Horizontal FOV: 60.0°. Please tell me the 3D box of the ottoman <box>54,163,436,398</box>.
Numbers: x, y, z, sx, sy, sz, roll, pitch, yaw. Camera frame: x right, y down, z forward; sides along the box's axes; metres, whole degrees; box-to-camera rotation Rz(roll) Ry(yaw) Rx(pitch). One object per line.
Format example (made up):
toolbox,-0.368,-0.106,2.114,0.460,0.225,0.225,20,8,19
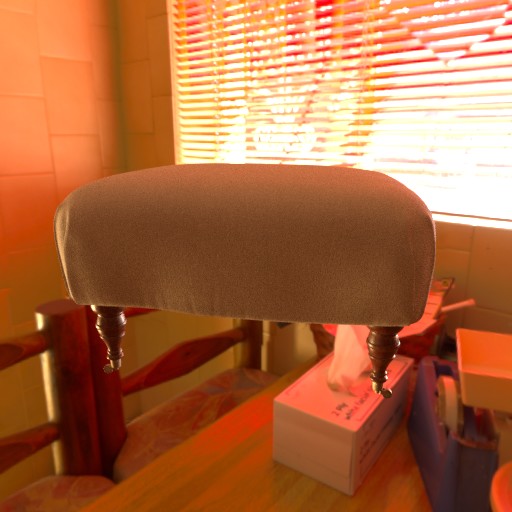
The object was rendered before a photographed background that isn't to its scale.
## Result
ottoman,0.000,0.000,1.105,0.746,0.450,0.622,2,15,9
